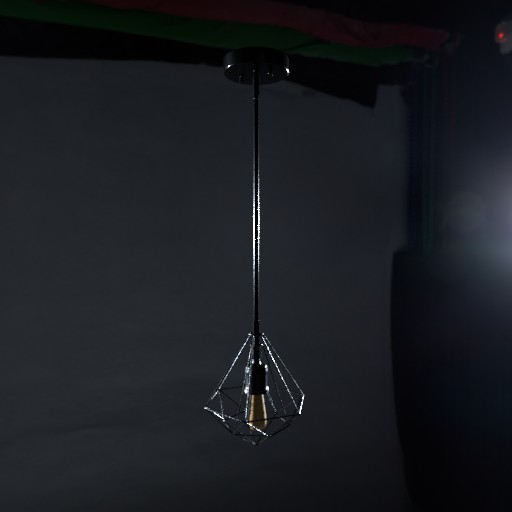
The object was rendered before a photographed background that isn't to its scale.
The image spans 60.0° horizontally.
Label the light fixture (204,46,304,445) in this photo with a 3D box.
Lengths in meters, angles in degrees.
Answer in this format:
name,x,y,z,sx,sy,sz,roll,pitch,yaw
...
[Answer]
name,x,y,z,sx,sy,sz,roll,pitch,yaw
light fixture,0.000,0.000,2.032,0.487,1.764,0.431,-1,2,-20
